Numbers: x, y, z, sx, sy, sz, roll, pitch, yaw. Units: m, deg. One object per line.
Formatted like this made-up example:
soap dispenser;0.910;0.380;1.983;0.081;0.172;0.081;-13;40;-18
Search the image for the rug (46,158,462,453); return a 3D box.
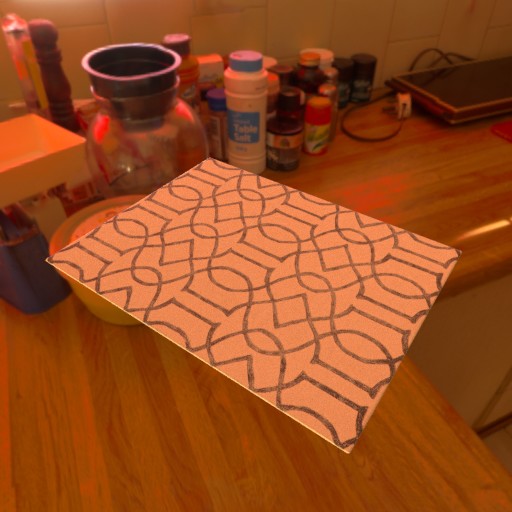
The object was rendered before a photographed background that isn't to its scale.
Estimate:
rug;0.000;0.000;3.878;2.910;0.021;2.211;25;47;26
